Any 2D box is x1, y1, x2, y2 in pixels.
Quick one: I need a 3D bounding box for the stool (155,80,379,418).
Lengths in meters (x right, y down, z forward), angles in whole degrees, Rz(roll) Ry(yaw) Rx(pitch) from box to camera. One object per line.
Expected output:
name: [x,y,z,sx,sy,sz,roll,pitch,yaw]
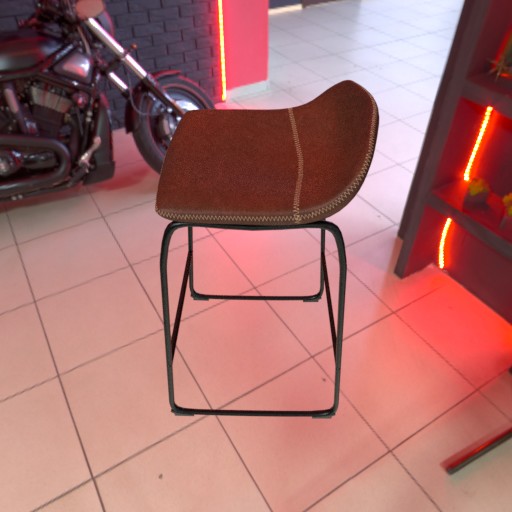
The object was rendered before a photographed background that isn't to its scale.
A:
stool: [0.000,0.000,1.140,0.473,0.830,0.454,1,43,1]
